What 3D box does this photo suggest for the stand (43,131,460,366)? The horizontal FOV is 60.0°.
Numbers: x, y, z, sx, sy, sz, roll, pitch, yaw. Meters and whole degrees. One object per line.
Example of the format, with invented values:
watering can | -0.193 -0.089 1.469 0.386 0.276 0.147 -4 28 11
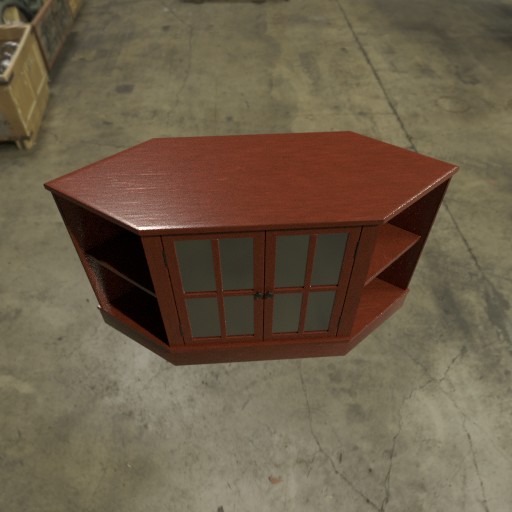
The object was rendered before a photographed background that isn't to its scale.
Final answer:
stand | 0.000 0.000 1.361 1.072 0.614 0.381 -3 47 -3
